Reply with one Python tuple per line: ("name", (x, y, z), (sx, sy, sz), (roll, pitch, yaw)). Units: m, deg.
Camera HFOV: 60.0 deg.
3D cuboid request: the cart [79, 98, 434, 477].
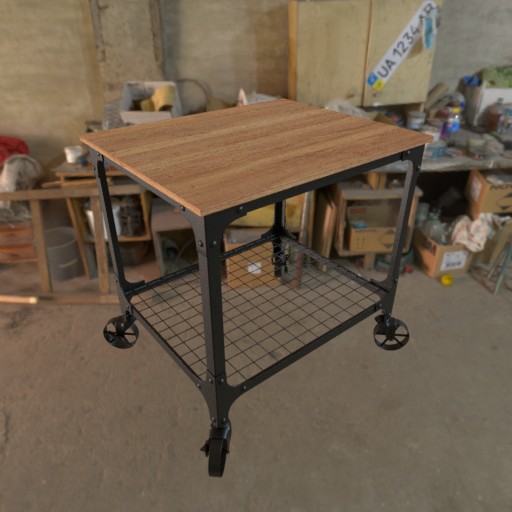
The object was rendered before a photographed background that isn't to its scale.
("cart", (0.000, 0.000, 1.104), (0.666, 0.603, 0.558), (-23, 38, -32))
